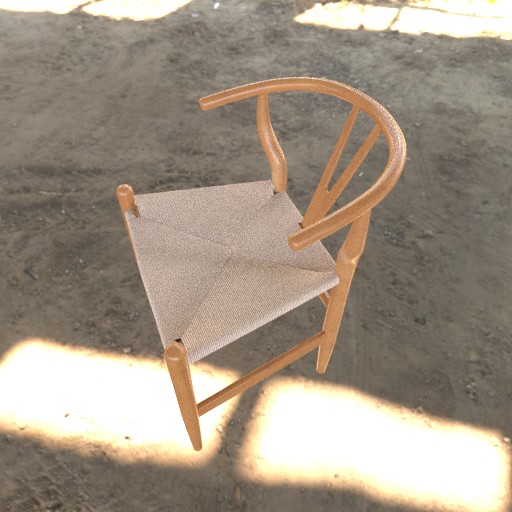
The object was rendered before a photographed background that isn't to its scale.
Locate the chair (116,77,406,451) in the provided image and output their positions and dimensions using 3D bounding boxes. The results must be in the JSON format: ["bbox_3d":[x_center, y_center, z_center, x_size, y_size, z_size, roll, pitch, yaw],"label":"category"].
[{"bbox_3d":[0.000,0.000,1.137,0.579,0.730,0.569,-16,48,-15],"label":"chair"}]
